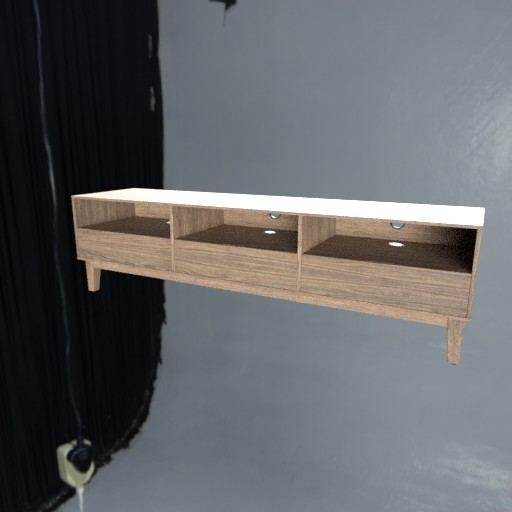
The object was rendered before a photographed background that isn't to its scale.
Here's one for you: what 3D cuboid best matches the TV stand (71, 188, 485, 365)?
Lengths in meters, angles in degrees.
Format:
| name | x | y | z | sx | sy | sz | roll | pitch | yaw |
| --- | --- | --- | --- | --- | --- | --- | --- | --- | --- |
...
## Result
| name | x | y | z | sx | sy | sz | roll | pitch | yaw |
| --- | --- | --- | --- | --- | --- | --- | --- | --- | --- |
| TV stand | 0.000 | 0.000 | 1.660 | 1.482 | 0.409 | 0.366 | 7 | 16 | 26 |
